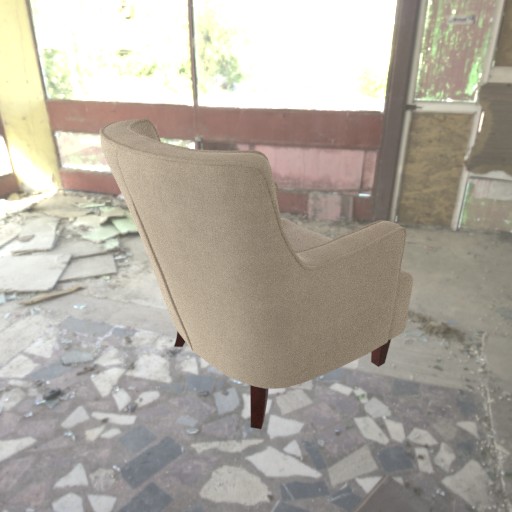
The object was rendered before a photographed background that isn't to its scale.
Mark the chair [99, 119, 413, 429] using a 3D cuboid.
[{"bbox_3d":[0.000,0.000,1.588,0.910,0.920,0.781,-18,31,-33],"label":"chair"}]
